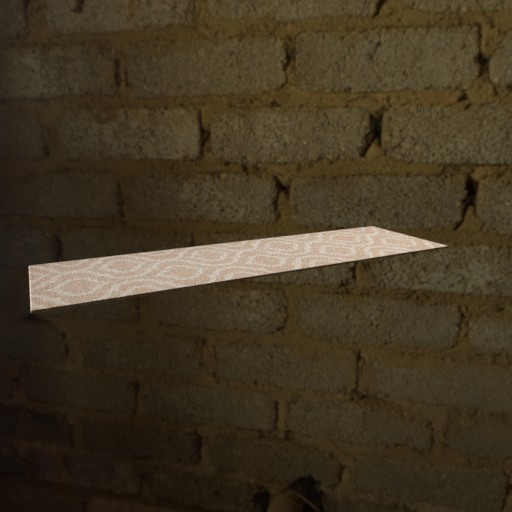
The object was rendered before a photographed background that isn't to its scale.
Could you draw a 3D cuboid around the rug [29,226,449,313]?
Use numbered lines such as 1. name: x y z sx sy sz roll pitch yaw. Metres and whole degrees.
1. rug: 0.000 0.000 2.498 2.289 0.013 0.691 -8 17 -26
